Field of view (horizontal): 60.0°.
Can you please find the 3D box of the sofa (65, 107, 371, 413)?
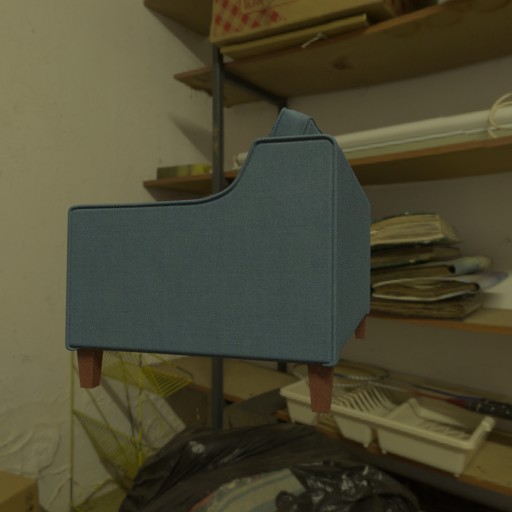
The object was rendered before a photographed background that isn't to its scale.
[{"bbox_3d":[0.000,0.000,2.150,0.987,0.971,1.501,0,-1,18],"label":"sofa"}]
